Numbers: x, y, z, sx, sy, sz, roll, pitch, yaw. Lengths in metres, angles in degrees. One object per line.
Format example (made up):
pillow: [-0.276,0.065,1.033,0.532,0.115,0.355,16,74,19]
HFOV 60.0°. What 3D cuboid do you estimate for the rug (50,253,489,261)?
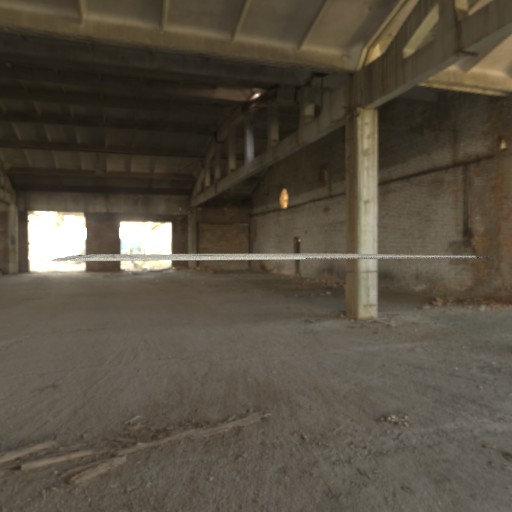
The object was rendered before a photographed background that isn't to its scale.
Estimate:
rug: [0.000,0.000,2.952,2.312,0.013,1.600,0,1,-18]
